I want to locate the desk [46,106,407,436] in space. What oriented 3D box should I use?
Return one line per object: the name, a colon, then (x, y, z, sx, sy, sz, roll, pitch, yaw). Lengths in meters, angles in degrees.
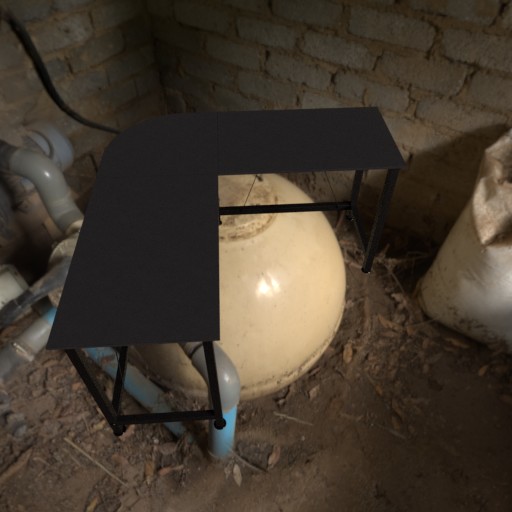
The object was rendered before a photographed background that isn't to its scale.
desk: (0.000, 0.000, 2.159, 1.400, 0.762, 1.400, -3, 47, -3)
